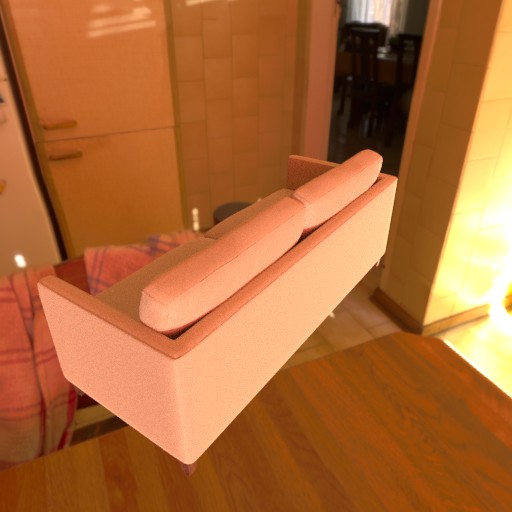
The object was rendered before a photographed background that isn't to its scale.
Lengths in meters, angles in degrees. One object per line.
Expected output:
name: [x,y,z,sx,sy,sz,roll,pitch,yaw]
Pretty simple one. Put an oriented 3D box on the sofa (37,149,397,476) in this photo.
sofa: [0.000,0.000,2.821,0.951,0.968,2.361,20,36,30]
